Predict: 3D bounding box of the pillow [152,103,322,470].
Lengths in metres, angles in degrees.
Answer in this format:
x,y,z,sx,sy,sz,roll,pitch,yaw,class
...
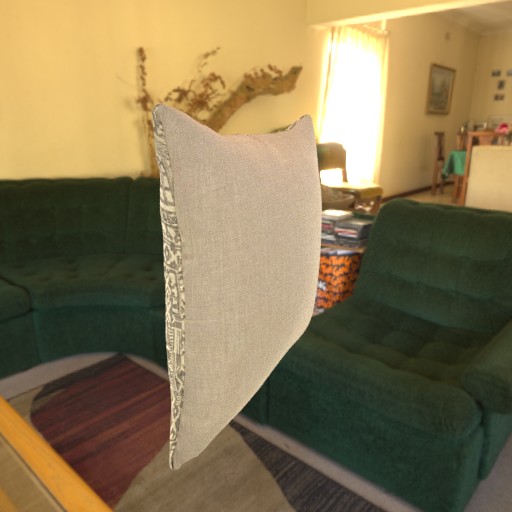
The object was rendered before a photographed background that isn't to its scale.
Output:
x,y,z,sx,sy,sz,roll,pitch,yaw,class
0.000,0.000,0.776,0.180,0.487,0.546,7,18,23,pillow
